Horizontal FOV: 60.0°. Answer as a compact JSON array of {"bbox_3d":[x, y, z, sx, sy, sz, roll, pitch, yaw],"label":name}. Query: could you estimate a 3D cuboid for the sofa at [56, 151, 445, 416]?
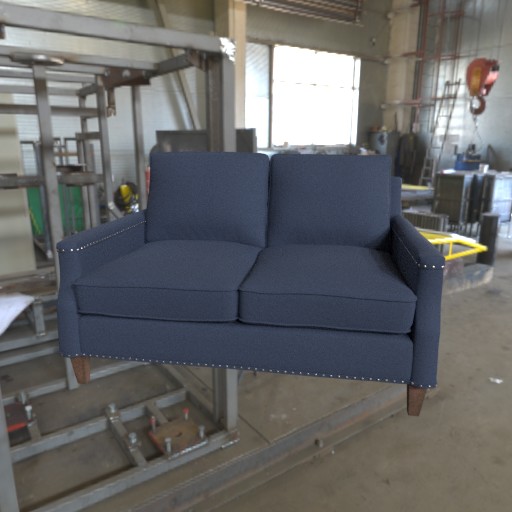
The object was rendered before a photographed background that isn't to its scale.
[{"bbox_3d":[0.000,0.000,2.230,1.597,1.003,1.084,2,15,9],"label":"sofa"}]
